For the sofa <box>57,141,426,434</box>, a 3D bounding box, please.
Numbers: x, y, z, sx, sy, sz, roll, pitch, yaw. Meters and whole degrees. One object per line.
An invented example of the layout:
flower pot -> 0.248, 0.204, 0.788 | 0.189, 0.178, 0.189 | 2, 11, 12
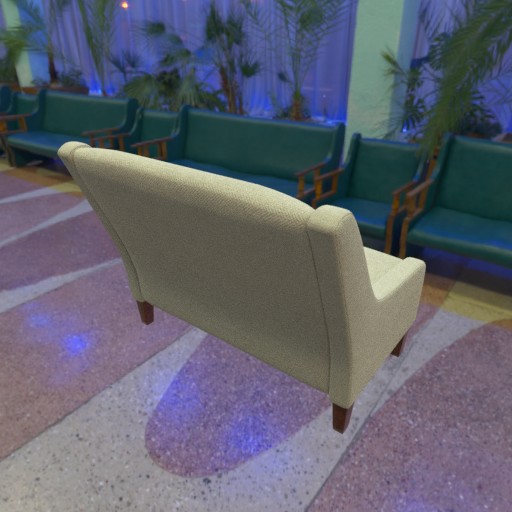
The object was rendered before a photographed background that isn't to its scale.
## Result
sofa -> 0.000, 0.000, 1.912 | 1.212, 0.976, 0.946 | 20, 34, 33
